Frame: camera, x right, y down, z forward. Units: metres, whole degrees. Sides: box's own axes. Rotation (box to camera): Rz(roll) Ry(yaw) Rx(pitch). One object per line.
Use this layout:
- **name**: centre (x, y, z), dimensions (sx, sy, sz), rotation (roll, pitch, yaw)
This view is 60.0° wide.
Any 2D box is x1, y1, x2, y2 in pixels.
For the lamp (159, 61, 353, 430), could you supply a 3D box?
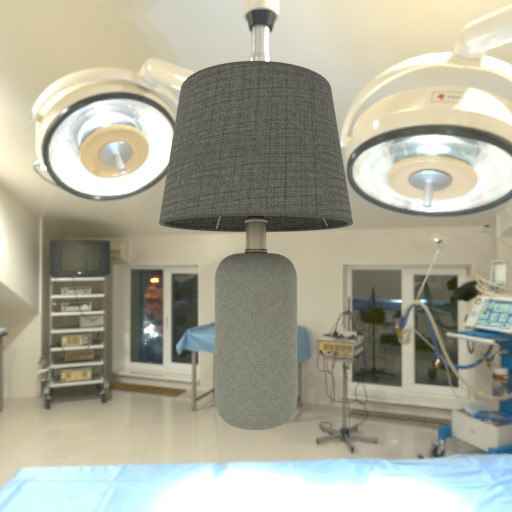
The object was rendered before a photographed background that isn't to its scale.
- **lamp**: centre (0.000, 0.000, 0.586), dimensions (0.251, 0.429, 0.251), rotation (0, -1, 0)
